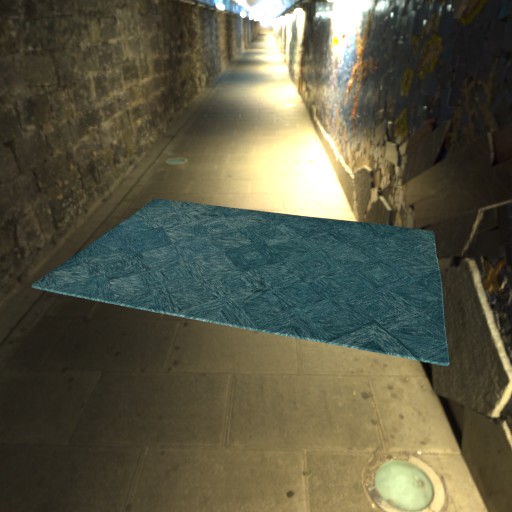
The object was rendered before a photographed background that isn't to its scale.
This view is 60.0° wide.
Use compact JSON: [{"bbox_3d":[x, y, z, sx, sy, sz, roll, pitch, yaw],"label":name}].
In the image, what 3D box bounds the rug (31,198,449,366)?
[{"bbox_3d":[0.000,0.000,2.196,1.728,0.017,1.136,8,29,15],"label":"rug"}]
